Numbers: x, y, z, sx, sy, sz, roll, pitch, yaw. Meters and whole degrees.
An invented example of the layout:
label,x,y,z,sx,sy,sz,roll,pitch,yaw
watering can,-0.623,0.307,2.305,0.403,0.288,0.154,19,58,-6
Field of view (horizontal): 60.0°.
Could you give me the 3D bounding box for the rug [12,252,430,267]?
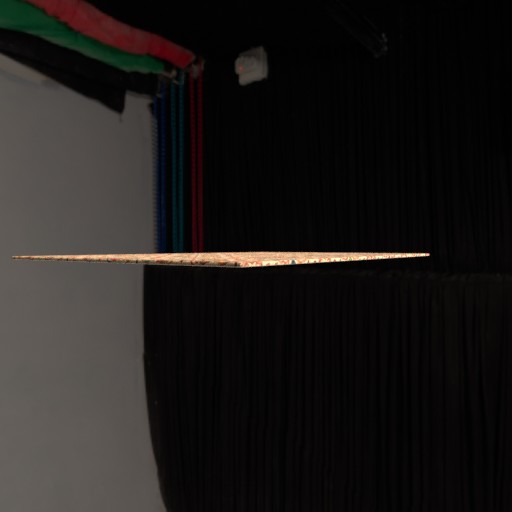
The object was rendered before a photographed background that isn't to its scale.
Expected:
label,x,y,z,sx,sy,sz,roll,pitch,yaw
rug,0.000,0.000,2.824,1.541,0.018,2.297,1,1,36
